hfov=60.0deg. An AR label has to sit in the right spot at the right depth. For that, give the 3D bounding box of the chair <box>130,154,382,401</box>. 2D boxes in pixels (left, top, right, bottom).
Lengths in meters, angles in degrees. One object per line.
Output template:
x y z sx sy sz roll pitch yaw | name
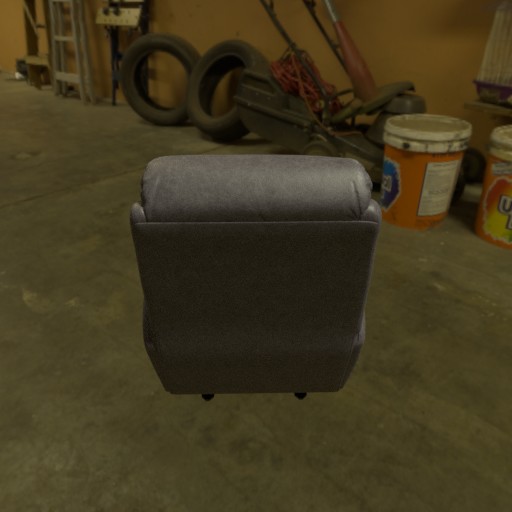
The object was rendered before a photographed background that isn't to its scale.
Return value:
0.000 0.000 1.811 0.865 1.067 1.067 -1 29 -1 | chair
